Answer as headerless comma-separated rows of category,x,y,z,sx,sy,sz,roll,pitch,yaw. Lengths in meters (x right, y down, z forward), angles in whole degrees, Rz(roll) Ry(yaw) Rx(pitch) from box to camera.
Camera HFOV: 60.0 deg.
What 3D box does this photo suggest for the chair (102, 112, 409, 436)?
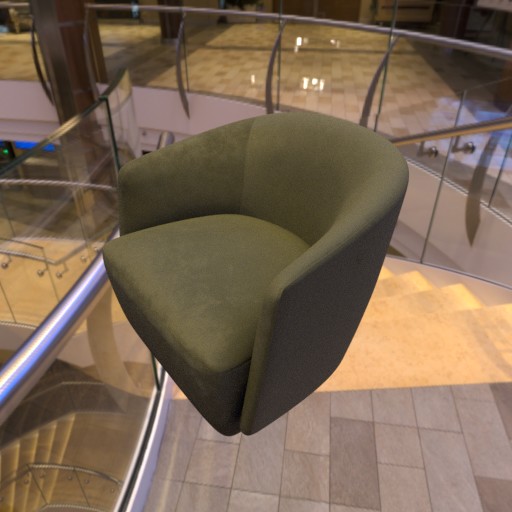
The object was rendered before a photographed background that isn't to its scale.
chair,0.000,0.000,1.356,0.767,0.698,0.773,-23,40,-31
